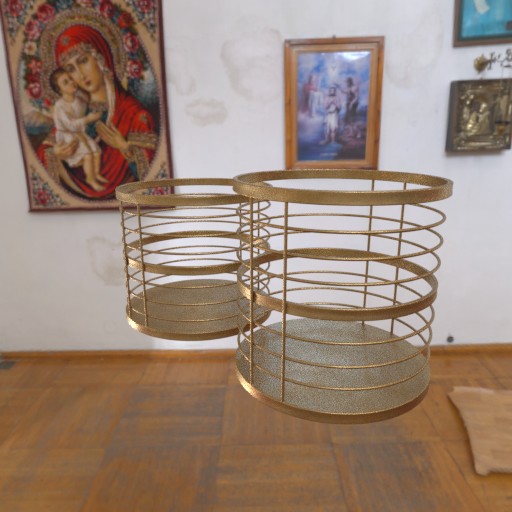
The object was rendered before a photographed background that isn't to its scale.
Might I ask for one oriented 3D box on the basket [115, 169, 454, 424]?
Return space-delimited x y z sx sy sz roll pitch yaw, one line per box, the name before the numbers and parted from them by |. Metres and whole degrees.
basket | 0.000 0.000 0.923 0.746 0.351 0.356 15 22 43
